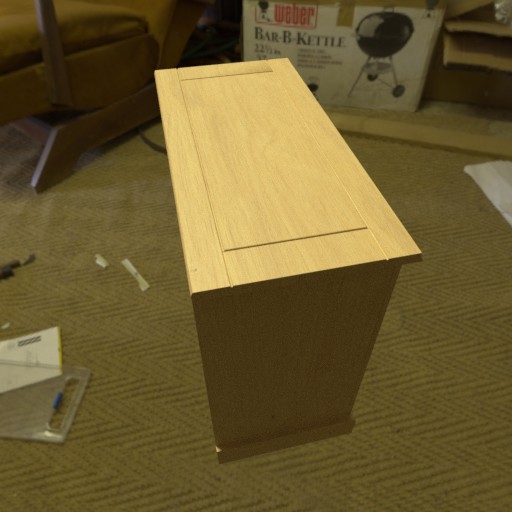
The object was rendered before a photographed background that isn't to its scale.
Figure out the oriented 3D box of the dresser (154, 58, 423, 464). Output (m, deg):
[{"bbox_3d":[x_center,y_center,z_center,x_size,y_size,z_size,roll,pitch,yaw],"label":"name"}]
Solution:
[{"bbox_3d":[0.000,0.000,1.397,0.440,0.835,0.915,-9,47,-9],"label":"dresser"}]
